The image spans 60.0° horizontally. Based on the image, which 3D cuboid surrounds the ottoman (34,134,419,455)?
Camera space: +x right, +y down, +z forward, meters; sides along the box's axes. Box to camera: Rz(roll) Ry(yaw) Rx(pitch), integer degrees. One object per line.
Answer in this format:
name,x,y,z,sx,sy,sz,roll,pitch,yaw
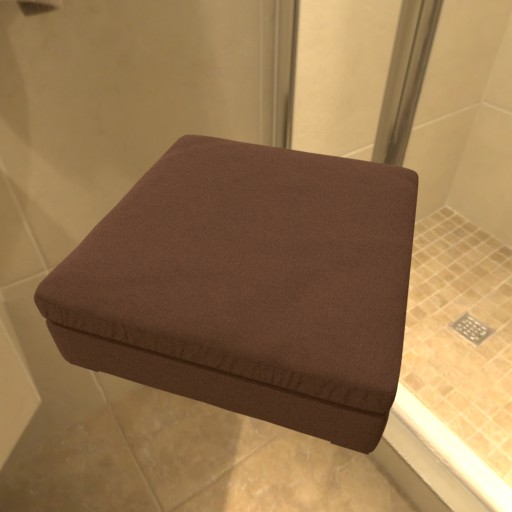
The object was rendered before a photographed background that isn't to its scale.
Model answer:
ottoman,0.000,0.000,1.806,1.181,0.470,1.181,12,43,13
